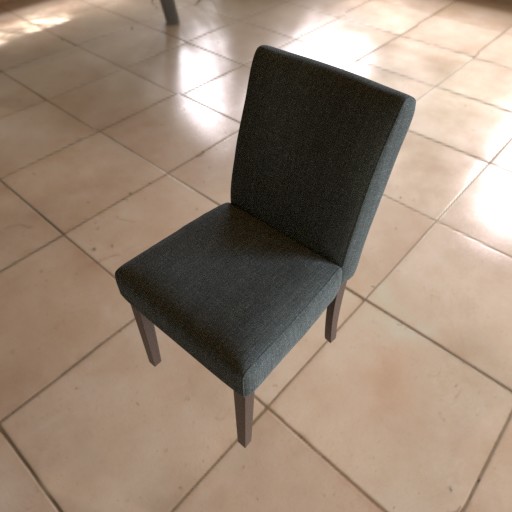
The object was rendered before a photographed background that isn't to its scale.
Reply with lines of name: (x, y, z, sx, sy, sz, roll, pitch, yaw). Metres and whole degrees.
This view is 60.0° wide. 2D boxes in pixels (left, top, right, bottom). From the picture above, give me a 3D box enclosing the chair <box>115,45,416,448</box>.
chair: (0.000, 0.000, 1.243, 0.487, 0.884, 0.629, 32, 55, 26)
